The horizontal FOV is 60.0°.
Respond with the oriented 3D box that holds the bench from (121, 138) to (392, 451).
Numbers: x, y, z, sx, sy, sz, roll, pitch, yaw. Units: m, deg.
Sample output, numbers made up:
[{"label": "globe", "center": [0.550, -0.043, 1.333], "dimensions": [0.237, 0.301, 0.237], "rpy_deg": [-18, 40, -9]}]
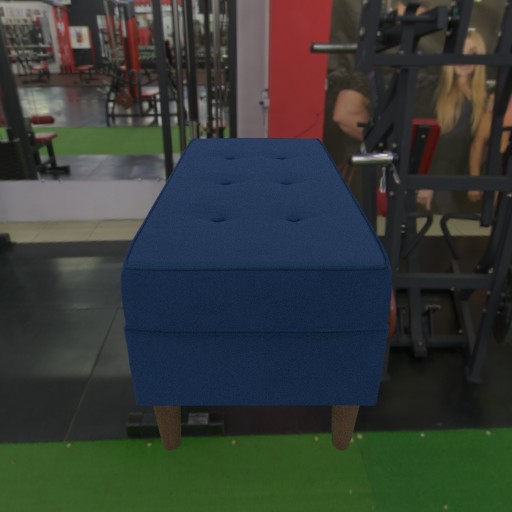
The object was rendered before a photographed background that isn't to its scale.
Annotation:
[{"label": "bench", "center": [0.000, 0.000, 1.285], "dimensions": [0.489, 0.467, 1.010], "rpy_deg": [0, 27, 0]}]
